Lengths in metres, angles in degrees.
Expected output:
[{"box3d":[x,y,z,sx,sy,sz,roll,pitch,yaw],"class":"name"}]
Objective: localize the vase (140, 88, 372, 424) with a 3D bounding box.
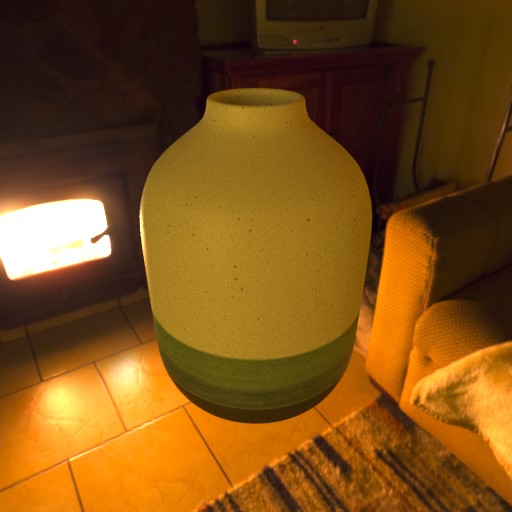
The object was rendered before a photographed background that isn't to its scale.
[{"box3d":[0.000,0.000,0.349,0.169,0.240,0.169,0,30,0],"class":"vase"}]
